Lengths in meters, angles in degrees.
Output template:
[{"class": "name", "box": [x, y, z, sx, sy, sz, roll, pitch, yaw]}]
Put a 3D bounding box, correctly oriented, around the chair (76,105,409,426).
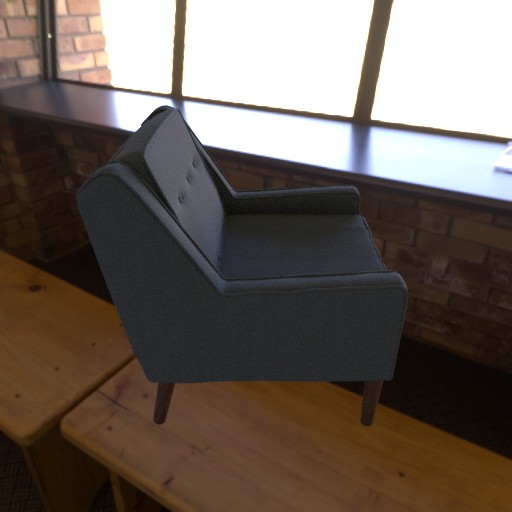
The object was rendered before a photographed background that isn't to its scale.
[{"class": "chair", "box": [0.000, 0.000, 1.331, 0.733, 0.780, 0.663, 0, 30, 0]}]
